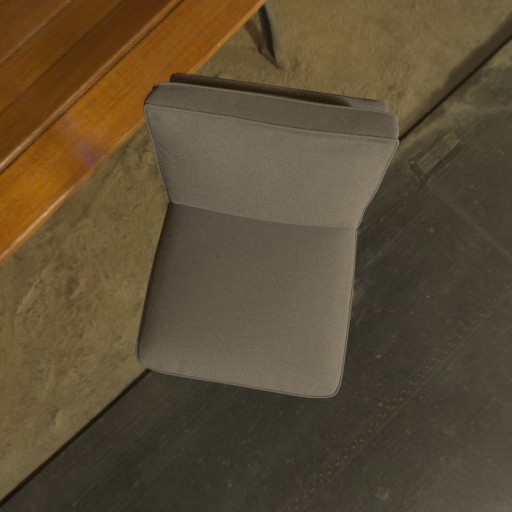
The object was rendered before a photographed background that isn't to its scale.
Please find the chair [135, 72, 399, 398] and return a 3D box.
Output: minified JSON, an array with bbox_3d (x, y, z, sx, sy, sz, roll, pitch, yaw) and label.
[{"bbox_3d":[0.000,0.000,1.630,0.724,1.045,0.924,9,76,2],"label":"chair"}]
